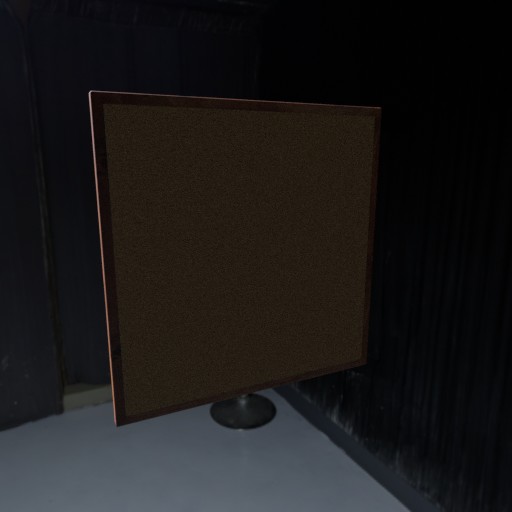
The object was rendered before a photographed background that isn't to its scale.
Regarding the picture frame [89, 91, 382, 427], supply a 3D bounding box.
[{"bbox_3d":[0.000,0.000,1.232,0.810,0.817,0.029,-6,14,-25],"label":"picture frame"}]
